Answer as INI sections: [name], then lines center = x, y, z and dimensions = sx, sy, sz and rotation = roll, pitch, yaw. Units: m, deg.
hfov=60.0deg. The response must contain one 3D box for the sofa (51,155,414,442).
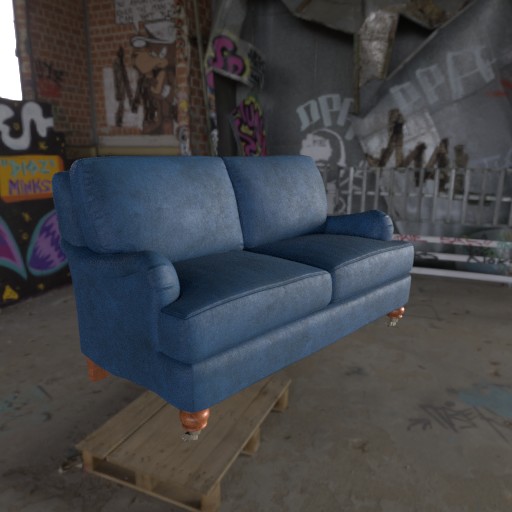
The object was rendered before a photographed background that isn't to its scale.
[sofa]
center = 0.000, 0.000, 2.492
dimensions = 1.084, 1.101, 1.853
rotation = 12, 18, 43
